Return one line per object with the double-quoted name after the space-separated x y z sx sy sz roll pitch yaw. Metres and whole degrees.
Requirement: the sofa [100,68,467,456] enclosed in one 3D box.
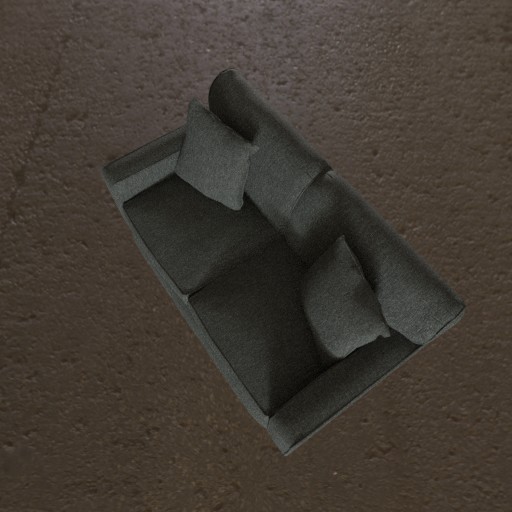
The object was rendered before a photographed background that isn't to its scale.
0.000 0.000 2.479 0.998 0.958 1.846 -32 67 -15 "sofa"
